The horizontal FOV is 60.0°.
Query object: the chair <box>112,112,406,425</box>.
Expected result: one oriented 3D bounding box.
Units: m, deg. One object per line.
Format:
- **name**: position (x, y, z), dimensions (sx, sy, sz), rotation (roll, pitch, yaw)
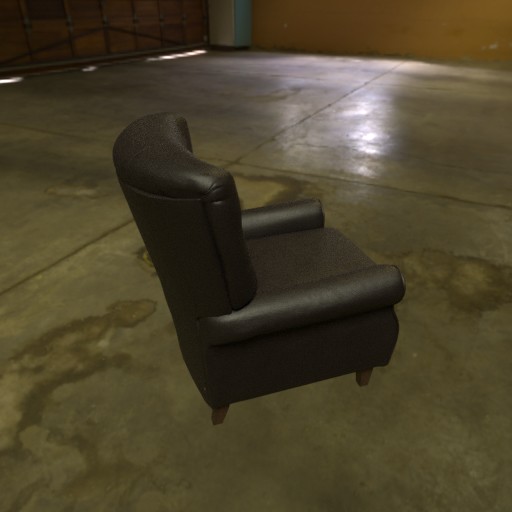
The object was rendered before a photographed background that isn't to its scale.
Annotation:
- **chair**: position (0.000, 0.000, 1.940), dimensions (1.058, 1.158, 0.948), rotation (-9, 31, -16)
